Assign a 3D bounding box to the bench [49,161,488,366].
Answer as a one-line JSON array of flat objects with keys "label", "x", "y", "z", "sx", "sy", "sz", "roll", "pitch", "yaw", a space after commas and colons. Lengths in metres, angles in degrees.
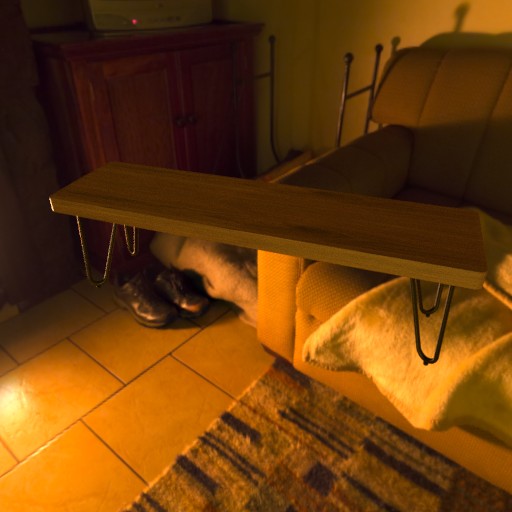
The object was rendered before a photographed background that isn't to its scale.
[{"label": "bench", "x": 0.000, "y": 0.000, "z": 1.785, "sx": 1.570, "sy": 0.462, "sz": 0.425, "roll": 11, "pitch": 34, "yaw": 16}]
